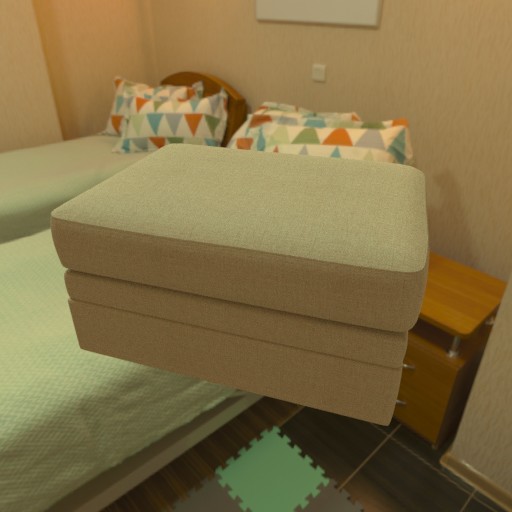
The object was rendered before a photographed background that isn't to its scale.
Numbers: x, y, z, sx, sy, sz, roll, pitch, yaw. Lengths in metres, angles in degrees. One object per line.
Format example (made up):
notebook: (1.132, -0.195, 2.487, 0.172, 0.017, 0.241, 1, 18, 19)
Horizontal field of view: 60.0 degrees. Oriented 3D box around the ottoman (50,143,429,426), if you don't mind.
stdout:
ottoman: (0.000, 0.000, 1.268, 0.885, 0.478, 0.637, 9, 31, 16)
